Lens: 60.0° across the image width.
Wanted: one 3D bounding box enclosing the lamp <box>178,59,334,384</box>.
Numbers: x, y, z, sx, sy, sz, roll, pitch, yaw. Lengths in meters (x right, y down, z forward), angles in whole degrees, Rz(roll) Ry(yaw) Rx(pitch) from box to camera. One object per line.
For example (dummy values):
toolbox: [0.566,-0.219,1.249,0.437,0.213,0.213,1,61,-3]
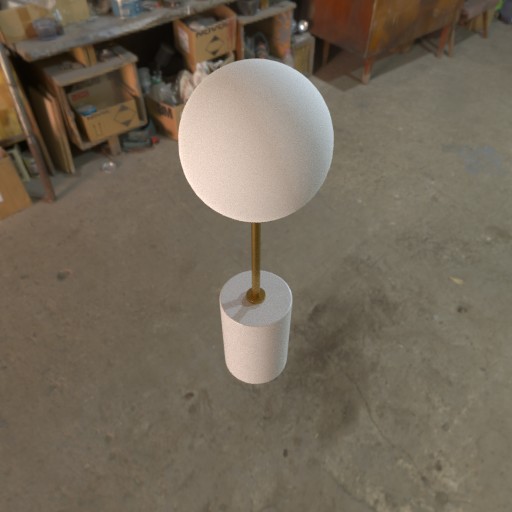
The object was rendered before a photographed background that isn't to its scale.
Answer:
lamp: [0.000,0.000,0.560,0.153,0.480,0.153,0,46,0]
